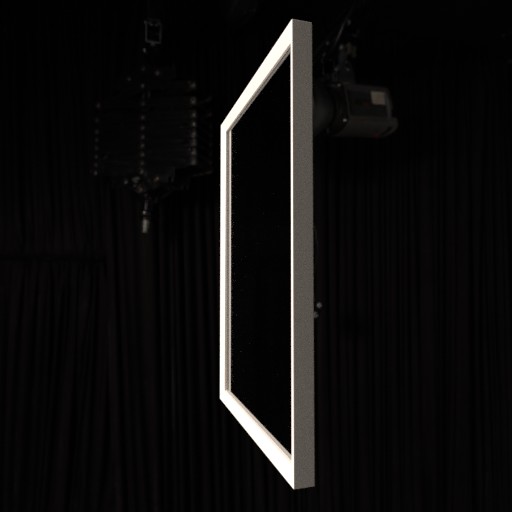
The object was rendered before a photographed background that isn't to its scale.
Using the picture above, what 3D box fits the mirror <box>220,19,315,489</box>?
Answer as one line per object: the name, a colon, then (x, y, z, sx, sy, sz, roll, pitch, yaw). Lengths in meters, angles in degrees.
mirror: (0.000, 0.000, 0.916, 0.039, 0.710, 0.507, 1, -3, -17)
